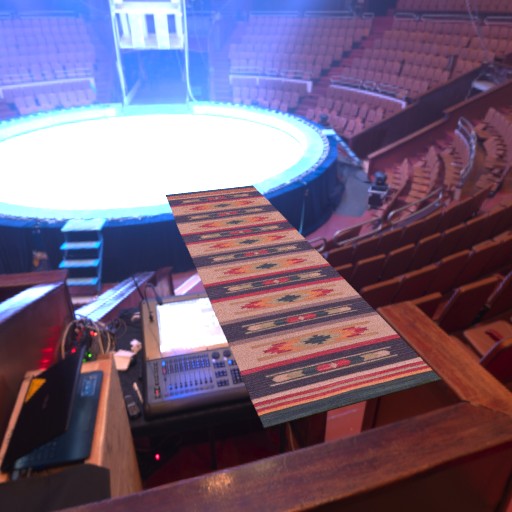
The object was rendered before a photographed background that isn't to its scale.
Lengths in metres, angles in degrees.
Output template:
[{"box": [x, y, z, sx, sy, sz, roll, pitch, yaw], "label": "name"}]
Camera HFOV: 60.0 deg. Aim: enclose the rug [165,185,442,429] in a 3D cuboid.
[{"box": [0.000, 0.000, 2.688, 0.760, 0.009, 2.440, -9, 30, -16], "label": "rug"}]
